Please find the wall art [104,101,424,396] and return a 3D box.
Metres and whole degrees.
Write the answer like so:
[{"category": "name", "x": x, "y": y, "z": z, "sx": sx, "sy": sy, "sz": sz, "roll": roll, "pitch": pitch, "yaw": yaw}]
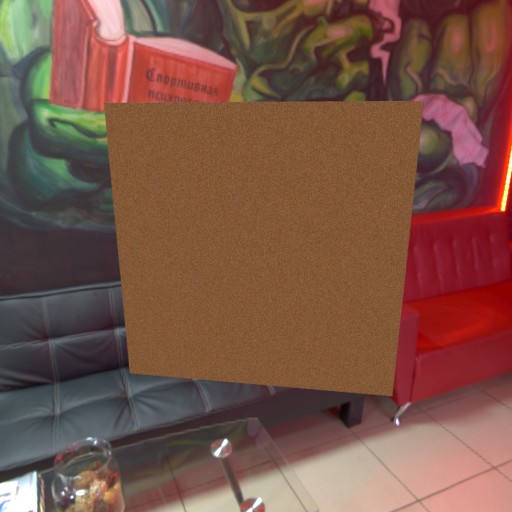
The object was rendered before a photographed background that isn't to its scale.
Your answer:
[{"category": "wall art", "x": 0.000, "y": 0.000, "z": 0.619, "sx": 0.404, "sy": 0.406, "sz": 0.010, "roll": 3, "pitch": 18, "yaw": 8}]
